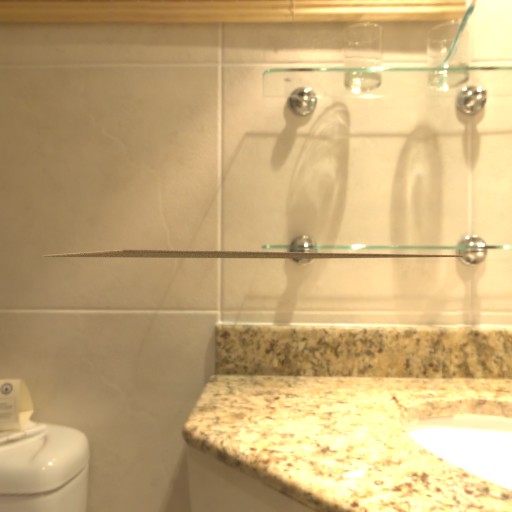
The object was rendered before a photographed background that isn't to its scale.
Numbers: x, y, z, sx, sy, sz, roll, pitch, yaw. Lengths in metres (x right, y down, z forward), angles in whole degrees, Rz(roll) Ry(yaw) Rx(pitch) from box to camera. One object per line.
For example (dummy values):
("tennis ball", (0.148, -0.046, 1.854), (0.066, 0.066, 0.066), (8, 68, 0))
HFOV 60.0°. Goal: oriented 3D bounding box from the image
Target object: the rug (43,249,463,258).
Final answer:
("rug", (0.000, 0.000, 2.325), (1.839, 0.009, 1.236), (1, -1, -35))
